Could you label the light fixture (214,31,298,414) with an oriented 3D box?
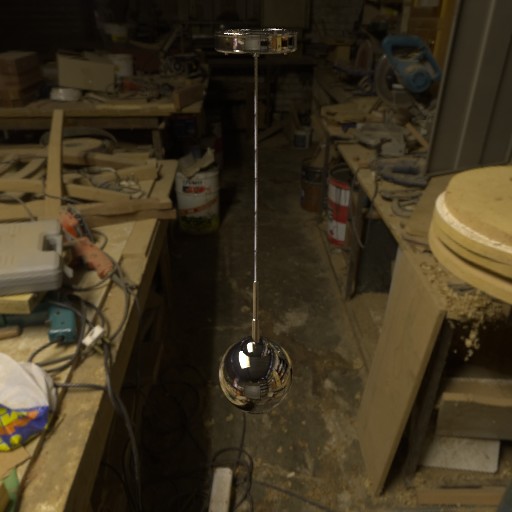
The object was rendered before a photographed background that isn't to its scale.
[{"bbox_3d":[0.000,0.000,1.700,0.336,1.538,0.336,-1,30,-1],"label":"light fixture"}]
